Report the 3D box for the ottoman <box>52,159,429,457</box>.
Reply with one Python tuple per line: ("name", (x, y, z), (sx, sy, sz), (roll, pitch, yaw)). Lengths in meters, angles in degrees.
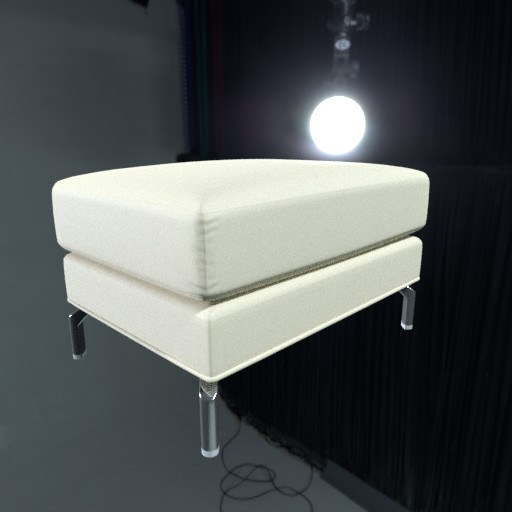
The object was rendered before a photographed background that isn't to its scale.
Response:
("ottoman", (0.000, 0.000, 1.192), (0.581, 0.497, 0.835), (14, 20, 42))
